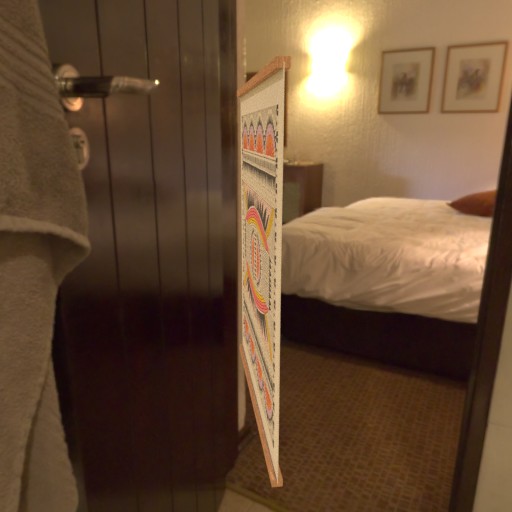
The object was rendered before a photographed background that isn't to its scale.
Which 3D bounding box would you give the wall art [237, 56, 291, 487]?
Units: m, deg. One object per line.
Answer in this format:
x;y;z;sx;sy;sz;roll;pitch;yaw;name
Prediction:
0.000;0.000;1.360;0.028;1.016;0.765;-2;16;-8;wall art
